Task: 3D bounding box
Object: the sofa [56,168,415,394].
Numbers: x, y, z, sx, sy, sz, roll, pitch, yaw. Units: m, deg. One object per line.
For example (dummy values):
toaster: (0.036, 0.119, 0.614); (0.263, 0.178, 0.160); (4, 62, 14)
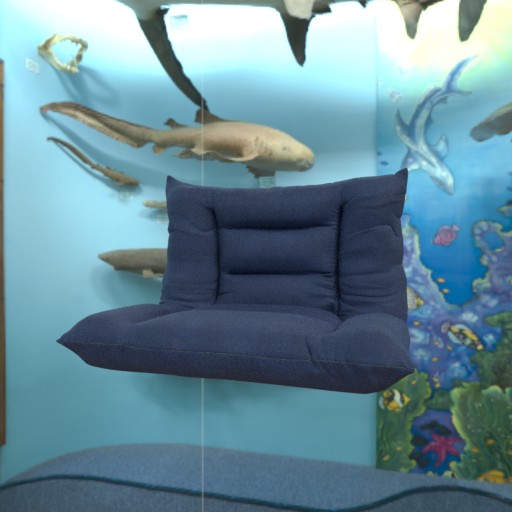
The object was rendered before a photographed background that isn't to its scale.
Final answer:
sofa: (0.000, 0.000, 1.692); (1.122, 0.778, 0.849); (0, 0, 18)
